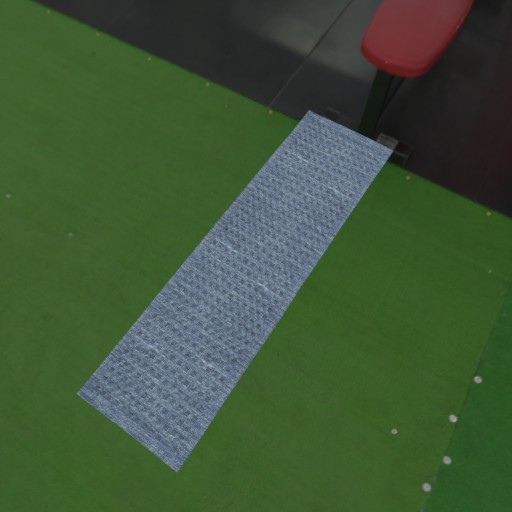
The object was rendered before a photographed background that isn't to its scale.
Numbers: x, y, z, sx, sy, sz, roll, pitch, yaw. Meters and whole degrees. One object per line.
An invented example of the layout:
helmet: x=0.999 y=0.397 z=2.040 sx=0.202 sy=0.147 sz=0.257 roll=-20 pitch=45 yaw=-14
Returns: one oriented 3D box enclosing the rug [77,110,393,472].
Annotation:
rug: x=0.000 y=0.000 z=2.747 sx=0.688 sy=0.008 sz=2.443 roll=31 pitch=68 yaw=14
